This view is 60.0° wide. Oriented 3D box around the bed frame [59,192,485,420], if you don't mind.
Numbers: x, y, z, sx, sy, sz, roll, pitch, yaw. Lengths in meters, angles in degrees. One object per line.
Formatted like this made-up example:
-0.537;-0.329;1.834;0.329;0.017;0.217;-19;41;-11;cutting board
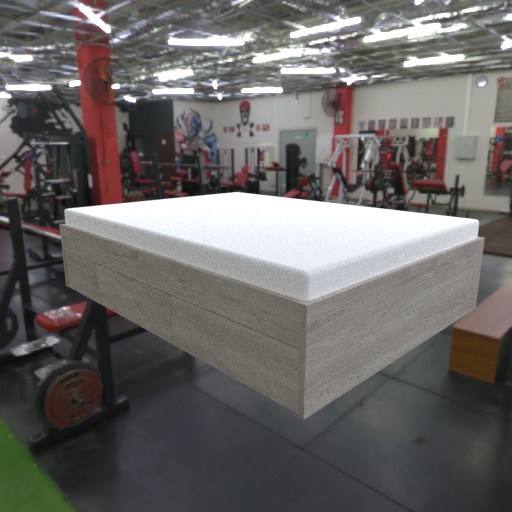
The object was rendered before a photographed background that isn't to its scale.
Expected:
0.000;0.000;2.544;1.448;0.490;1.944;-13;19;-42;bed frame
